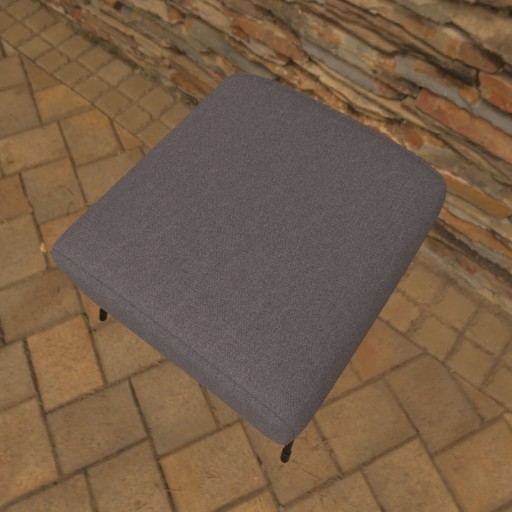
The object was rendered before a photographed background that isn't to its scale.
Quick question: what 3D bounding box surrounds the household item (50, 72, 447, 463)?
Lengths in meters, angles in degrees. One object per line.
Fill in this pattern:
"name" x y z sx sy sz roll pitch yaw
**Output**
"household item" 0.000 0.000 0.878 0.530 0.410 0.530 33 68 15
